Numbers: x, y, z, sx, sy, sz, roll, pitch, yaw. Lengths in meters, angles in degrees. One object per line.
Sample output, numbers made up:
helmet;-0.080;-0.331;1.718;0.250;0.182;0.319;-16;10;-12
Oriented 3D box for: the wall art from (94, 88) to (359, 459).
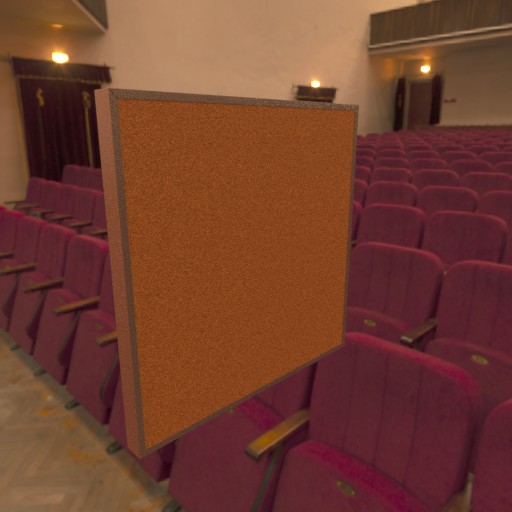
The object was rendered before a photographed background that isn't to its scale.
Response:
wall art;0.000;0.000;0.521;0.349;0.349;0.028;-15;21;-42
